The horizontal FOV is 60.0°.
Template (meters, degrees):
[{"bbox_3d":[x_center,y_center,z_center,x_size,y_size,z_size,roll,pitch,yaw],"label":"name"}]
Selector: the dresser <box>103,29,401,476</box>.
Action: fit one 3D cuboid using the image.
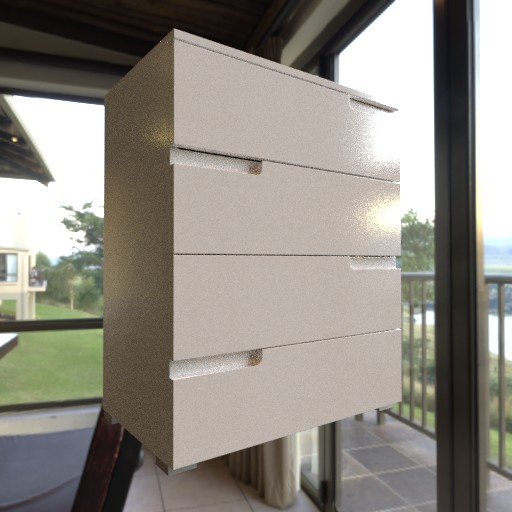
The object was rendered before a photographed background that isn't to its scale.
[{"bbox_3d":[0.000,0.000,1.134,0.650,0.800,0.400,0,-1,-36],"label":"dresser"}]
